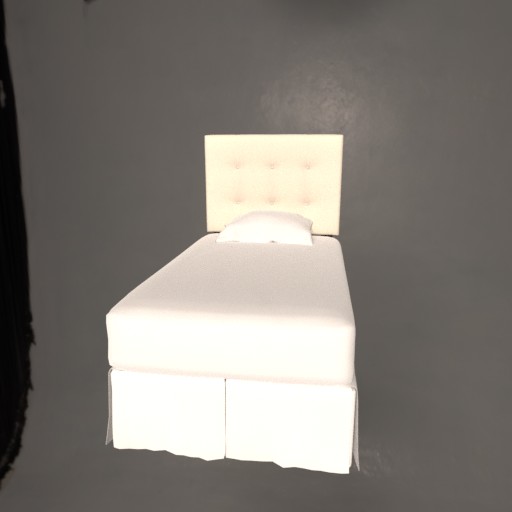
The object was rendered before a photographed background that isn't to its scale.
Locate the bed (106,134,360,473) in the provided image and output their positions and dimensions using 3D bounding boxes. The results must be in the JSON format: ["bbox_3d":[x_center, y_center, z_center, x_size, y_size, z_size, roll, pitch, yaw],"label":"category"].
[{"bbox_3d":[0.000,0.000,2.887,1.261,1.571,1.997,2,14,8],"label":"bed"}]
